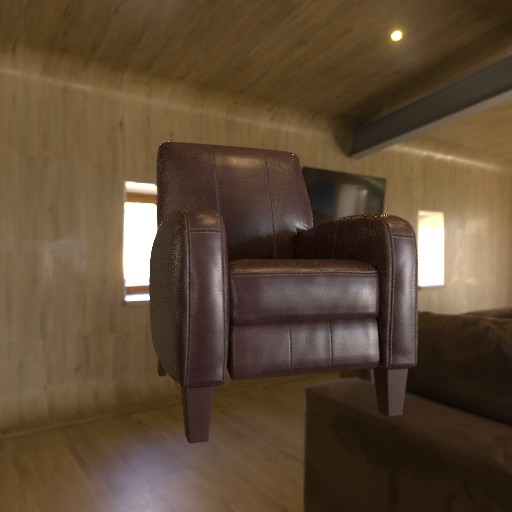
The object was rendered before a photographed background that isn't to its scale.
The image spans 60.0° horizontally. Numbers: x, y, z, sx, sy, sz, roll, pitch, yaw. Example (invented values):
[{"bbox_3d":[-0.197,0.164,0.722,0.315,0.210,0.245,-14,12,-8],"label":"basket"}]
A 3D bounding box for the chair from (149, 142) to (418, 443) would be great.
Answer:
[{"bbox_3d":[0.000,0.000,1.666,0.762,0.990,0.990,0,-1,-19],"label":"chair"}]
